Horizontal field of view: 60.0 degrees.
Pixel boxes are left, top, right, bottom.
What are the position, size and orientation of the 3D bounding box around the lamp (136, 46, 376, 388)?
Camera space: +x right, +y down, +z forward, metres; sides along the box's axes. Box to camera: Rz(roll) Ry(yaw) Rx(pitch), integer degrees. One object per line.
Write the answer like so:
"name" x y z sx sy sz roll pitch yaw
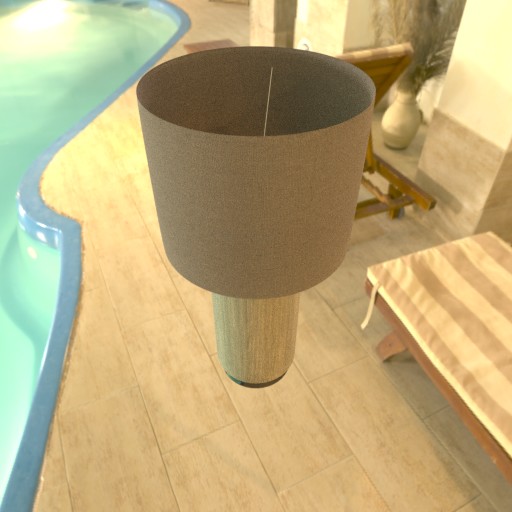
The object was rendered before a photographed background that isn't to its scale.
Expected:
"lamp" 0.000 0.000 0.572 0.228 0.444 0.228 -14 43 -15
